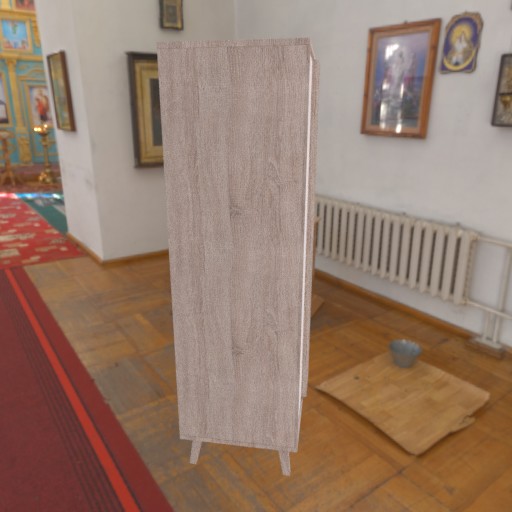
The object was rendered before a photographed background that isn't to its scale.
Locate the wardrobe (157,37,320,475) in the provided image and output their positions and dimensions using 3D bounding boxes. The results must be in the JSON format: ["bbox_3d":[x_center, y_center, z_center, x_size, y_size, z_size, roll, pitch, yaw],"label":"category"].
[{"bbox_3d":[0.000,0.000,2.386,0.600,1.960,1.000,3,17,9],"label":"wardrobe"}]
